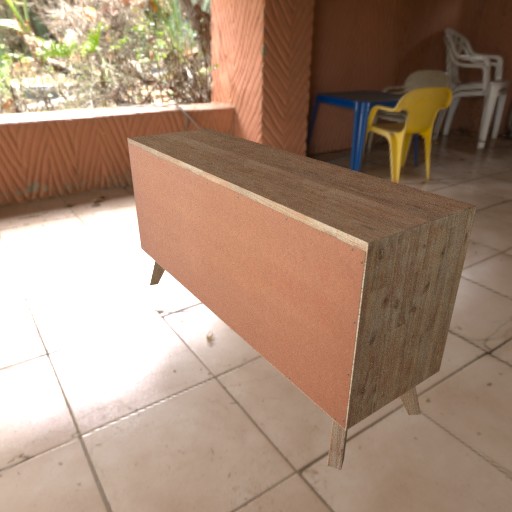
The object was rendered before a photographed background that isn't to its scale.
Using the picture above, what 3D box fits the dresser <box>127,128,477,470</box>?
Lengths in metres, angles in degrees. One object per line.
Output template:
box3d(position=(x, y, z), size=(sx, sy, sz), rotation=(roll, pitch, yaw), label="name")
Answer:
box3d(position=(0.000, 0.000, 1.899), size=(0.455, 0.805, 1.554), rotation=(-17, 31, -31), label="dresser")
